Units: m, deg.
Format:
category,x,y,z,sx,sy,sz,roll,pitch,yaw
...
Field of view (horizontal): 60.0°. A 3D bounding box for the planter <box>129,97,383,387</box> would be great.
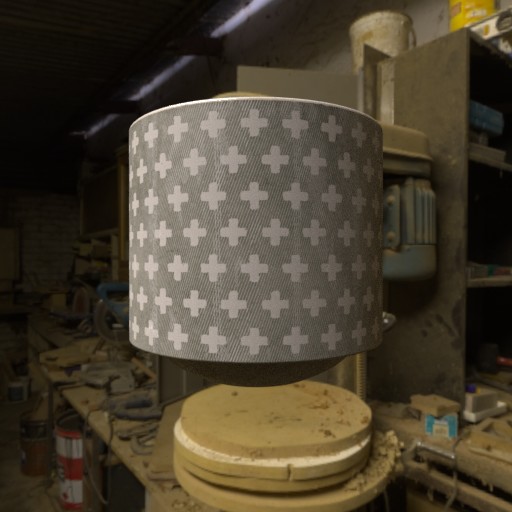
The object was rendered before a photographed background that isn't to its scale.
category,x,y,z,sx,sy,sz,roll,pitch,yaw
planter,0.000,0.000,0.345,0.190,0.181,0.190,0,0,0
